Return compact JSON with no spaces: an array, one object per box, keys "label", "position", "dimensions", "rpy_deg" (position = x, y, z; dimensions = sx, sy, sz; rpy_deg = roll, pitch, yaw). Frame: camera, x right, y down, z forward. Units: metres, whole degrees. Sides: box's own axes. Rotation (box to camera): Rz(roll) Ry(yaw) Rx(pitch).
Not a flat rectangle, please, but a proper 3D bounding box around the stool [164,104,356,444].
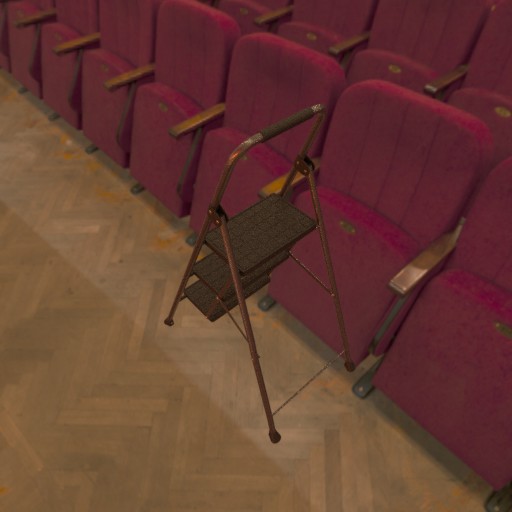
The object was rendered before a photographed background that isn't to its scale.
[{"label":"stool","position":[0.000,0.000,1.504],"dimensions":[0.473,1.121,0.733],"rpy_deg":[-34,56,-27]}]
